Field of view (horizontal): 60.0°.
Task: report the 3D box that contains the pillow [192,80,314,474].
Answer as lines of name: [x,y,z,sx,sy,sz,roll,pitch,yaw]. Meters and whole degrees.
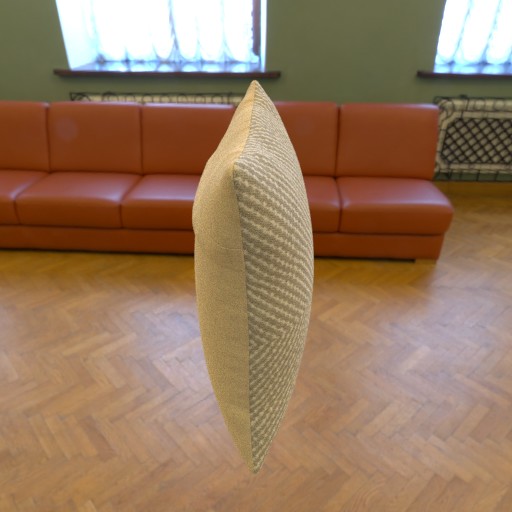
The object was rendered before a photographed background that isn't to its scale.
pillow: [0.000,0.000,0.708,0.181,0.458,0.459,1,31,2]
